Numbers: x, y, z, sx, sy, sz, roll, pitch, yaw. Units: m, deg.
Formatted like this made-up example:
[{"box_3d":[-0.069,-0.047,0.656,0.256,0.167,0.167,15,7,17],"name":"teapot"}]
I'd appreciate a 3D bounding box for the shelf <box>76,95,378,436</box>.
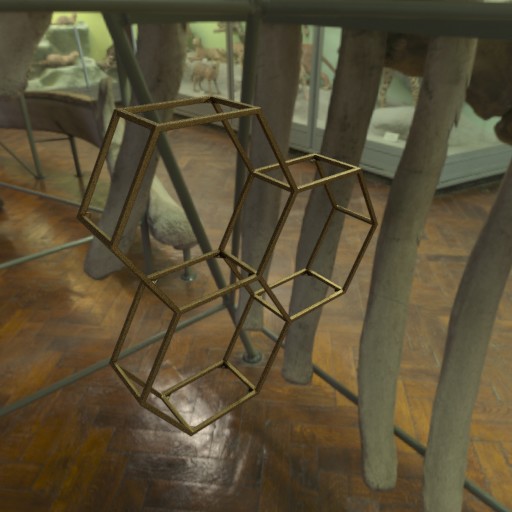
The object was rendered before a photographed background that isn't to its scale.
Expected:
[{"box_3d":[0.000,0.000,1.024,0.708,0.701,0.150,-22,37,-33],"name":"shelf"}]
